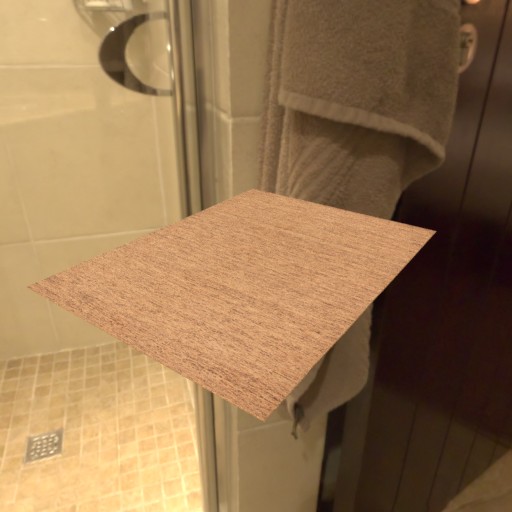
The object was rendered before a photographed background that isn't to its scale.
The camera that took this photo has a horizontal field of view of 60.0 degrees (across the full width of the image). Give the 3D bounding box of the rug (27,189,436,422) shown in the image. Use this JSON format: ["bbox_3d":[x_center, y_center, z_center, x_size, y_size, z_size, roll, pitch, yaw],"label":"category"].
[{"bbox_3d":[0.000,0.000,4.243,2.448,0.013,3.205,18,32,32],"label":"rug"}]
